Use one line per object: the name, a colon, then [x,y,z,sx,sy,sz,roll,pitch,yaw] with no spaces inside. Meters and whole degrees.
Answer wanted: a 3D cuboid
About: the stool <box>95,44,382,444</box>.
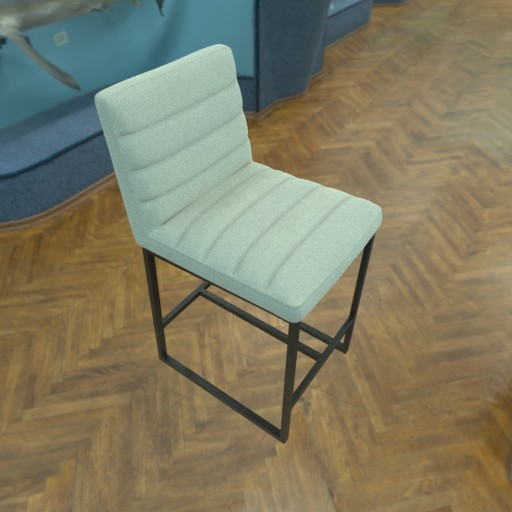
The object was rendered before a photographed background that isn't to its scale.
stool: [0.000,0.000,1.281,0.567,0.971,0.459,26,48,26]
